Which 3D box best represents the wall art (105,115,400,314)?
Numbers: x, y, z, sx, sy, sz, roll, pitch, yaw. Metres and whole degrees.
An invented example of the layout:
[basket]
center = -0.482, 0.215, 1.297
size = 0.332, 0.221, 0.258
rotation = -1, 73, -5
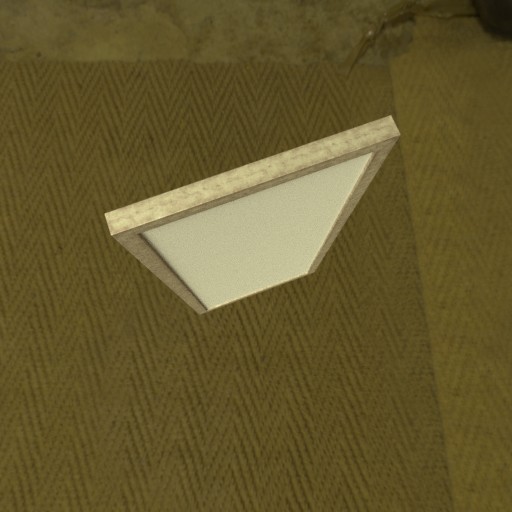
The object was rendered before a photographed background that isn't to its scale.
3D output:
[wall art]
center = 0.000, 0.000, 1.642
size = 0.648, 1.461, 0.051
rotation = -20, 77, -5
